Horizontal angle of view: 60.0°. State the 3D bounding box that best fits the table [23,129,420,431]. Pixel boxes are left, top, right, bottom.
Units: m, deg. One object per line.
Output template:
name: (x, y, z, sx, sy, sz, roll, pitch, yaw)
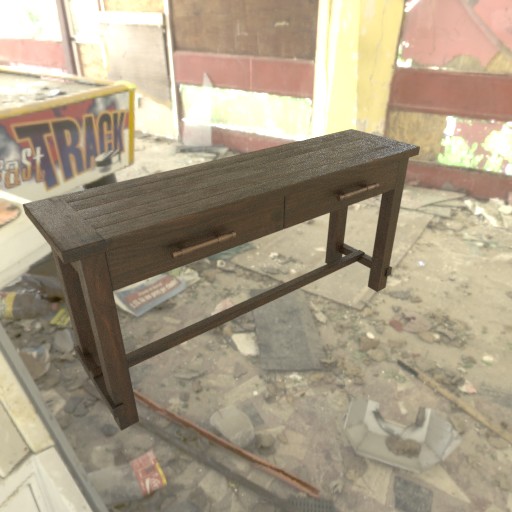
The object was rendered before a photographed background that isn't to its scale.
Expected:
table: (0.000, 0.000, 1.916, 1.599, 0.762, 0.442, -21, 36, -32)
